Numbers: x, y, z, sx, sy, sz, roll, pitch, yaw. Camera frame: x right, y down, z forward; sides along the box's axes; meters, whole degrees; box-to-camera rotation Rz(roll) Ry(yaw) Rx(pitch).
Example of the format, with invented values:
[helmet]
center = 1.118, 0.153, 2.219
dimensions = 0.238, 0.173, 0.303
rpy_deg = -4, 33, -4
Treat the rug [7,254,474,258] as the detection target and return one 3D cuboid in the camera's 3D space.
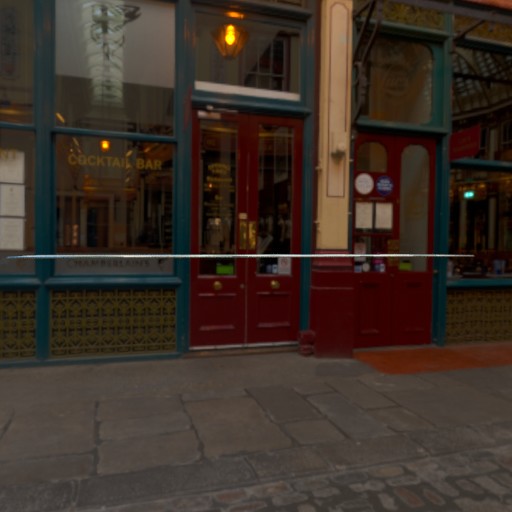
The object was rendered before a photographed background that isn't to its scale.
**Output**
[rug]
center = 0.000, 0.000, 2.586
dimensions = 2.437, 0.008, 0.774
rpy_deg = 0, 1, -18
